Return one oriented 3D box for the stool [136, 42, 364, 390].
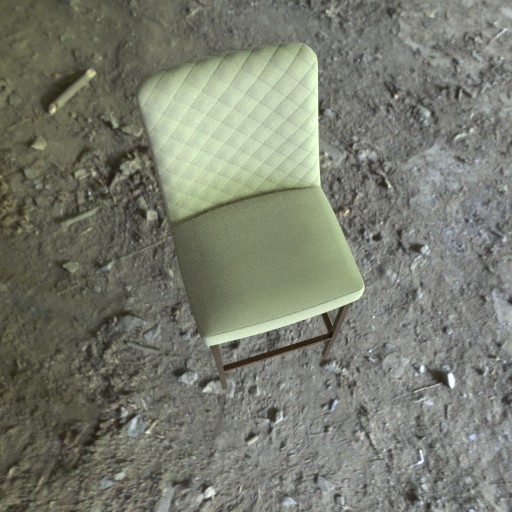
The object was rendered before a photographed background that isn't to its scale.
[{"bbox_3d":[0.000,0.000,1.379,0.462,1.084,0.546,-16,65,-7],"label":"stool"}]
